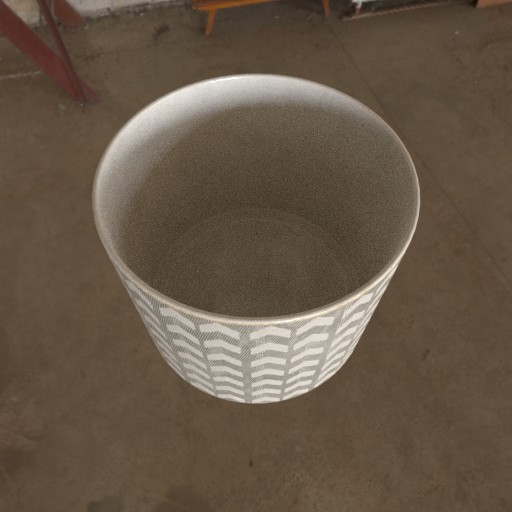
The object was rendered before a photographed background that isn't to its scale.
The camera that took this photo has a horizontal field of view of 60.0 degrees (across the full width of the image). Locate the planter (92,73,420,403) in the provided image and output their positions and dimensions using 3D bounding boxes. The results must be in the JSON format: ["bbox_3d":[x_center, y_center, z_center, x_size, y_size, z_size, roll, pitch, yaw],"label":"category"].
[{"bbox_3d":[0.000,0.000,0.337,0.190,0.181,0.190,0,58,0],"label":"planter"}]
